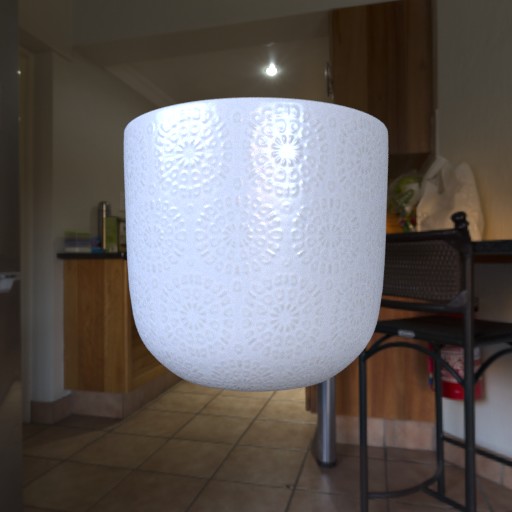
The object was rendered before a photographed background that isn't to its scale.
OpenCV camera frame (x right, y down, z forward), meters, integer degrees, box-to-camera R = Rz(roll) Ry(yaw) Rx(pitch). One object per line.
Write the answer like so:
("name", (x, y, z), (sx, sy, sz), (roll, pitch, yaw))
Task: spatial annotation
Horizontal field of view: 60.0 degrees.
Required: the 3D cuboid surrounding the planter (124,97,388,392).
("planter", (0.000, 0.000, 0.365), (0.208, 0.190, 0.208), (0, 1, 0))
